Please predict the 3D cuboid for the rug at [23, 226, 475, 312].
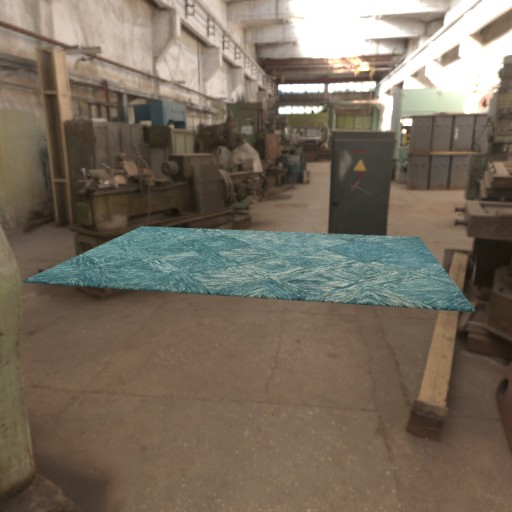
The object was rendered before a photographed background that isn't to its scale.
[{"bbox_3d":[0.000,0.000,2.890,2.277,0.015,1.490,3,16,10],"label":"rug"}]
